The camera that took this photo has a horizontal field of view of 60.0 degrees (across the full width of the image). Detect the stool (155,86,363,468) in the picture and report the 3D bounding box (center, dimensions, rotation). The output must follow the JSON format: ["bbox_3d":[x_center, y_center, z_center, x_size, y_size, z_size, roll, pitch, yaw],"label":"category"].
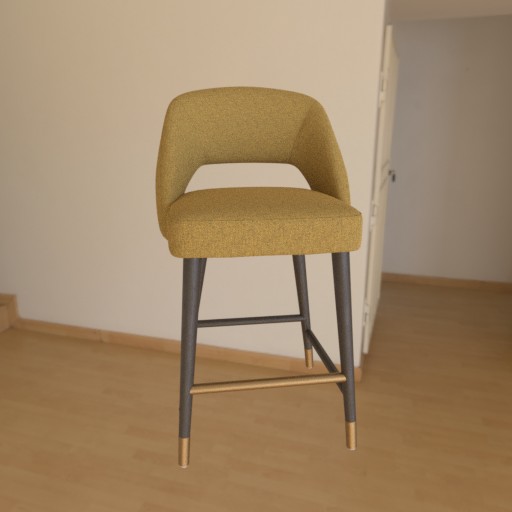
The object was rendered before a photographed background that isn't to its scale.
[{"bbox_3d":[0.000,0.000,1.252,0.536,0.939,0.522,-2,16,-8],"label":"stool"}]
